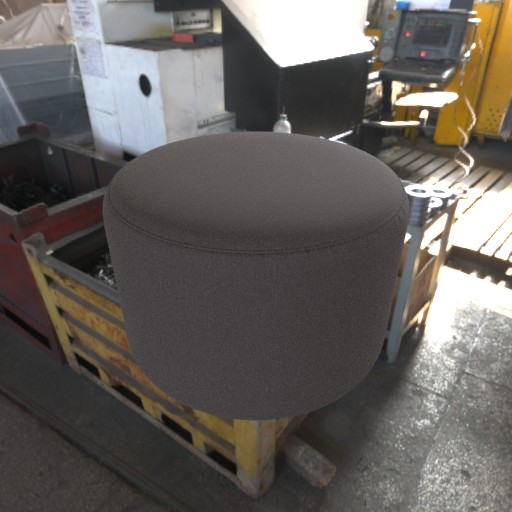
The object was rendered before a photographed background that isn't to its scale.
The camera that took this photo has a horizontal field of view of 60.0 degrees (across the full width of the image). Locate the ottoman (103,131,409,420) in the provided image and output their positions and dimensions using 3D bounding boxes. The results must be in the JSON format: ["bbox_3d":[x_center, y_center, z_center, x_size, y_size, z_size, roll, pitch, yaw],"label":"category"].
[{"bbox_3d":[0.000,0.000,0.993,0.608,0.433,0.608,0,32,0],"label":"ottoman"}]
